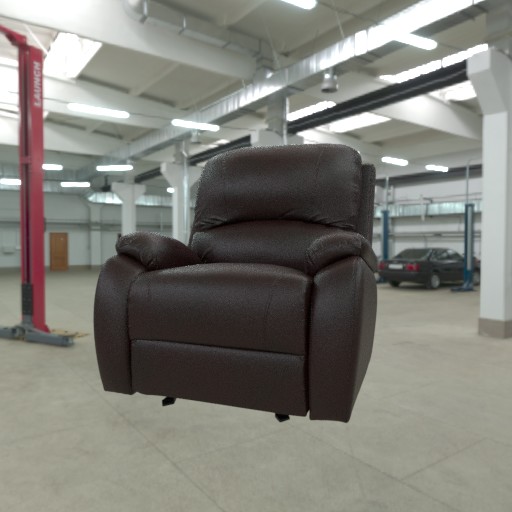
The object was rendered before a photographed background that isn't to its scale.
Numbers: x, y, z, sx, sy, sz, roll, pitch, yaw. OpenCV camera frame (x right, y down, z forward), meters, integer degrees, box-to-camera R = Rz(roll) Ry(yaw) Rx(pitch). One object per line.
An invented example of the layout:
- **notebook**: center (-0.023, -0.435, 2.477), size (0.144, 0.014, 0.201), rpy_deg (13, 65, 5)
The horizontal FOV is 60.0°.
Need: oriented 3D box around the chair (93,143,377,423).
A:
- **chair**: center (0.000, 0.000, 1.778), size (0.930, 1.011, 0.899), rpy_deg (1, 2, 19)
